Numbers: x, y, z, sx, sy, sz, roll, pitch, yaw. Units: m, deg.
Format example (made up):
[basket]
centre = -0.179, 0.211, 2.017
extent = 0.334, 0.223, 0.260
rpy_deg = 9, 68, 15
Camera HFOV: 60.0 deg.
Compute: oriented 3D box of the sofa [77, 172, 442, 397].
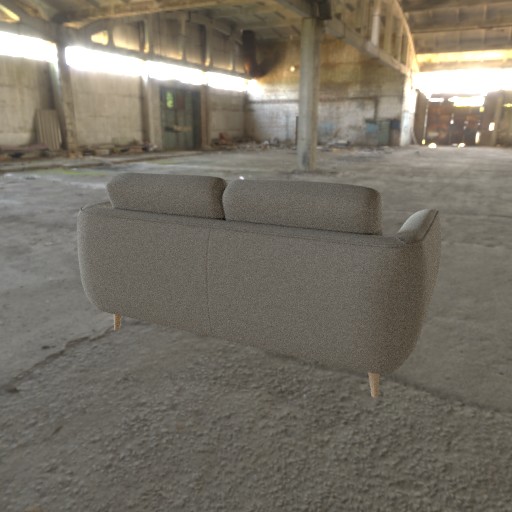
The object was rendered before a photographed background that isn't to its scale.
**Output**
[sofa]
centre = 0.000, 0.000, 2.262
extent = 1.700, 0.850, 0.920
rpy_deg = 8, 18, 25
